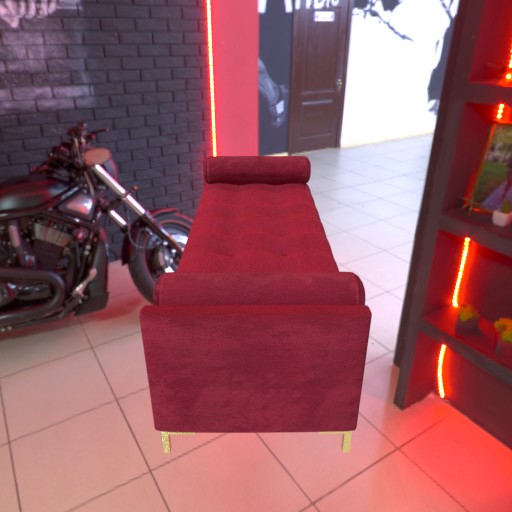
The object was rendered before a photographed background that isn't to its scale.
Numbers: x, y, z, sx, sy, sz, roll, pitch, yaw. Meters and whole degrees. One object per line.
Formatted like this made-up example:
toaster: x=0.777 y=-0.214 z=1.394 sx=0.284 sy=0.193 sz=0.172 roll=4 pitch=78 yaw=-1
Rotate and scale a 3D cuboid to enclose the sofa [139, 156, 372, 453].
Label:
sofa: x=0.000 y=0.000 z=2.504 sx=0.796 sy=0.705 sz=2.102 roll=0 pitch=27 yaw=0
